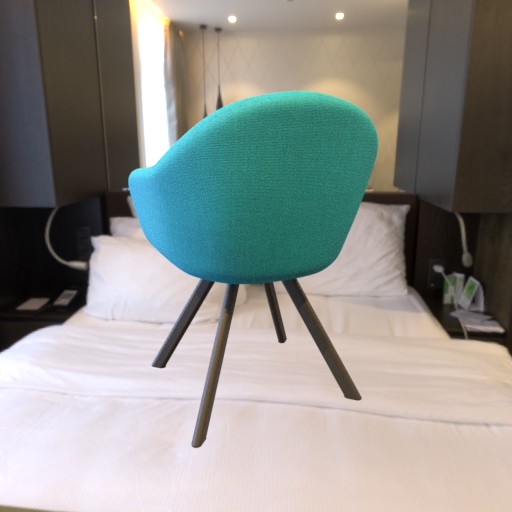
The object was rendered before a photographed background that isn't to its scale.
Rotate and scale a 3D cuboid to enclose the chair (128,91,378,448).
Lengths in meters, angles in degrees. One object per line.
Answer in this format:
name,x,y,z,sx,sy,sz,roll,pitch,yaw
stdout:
chair,0.000,0.000,1.200,0.590,0.795,0.550,-6,15,-24
